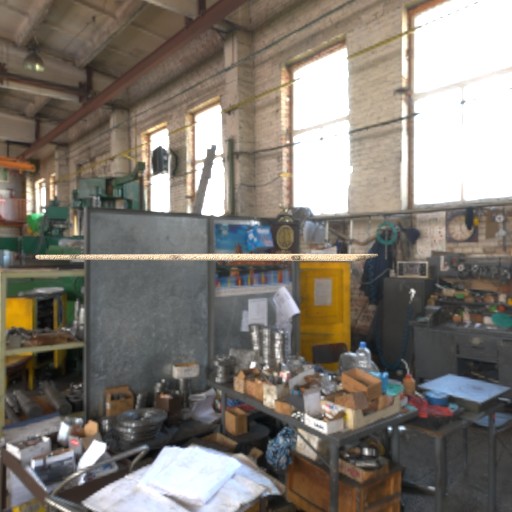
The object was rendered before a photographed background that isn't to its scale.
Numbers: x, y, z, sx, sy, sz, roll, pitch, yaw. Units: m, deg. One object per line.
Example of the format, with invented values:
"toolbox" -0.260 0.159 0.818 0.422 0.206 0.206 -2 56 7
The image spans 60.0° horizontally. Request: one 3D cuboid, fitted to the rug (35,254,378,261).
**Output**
"rug" 0.000 0.000 3.527 1.801 0.026 2.701 0 0 17
